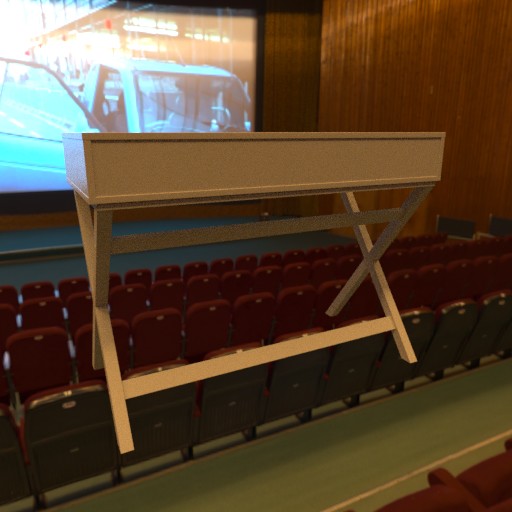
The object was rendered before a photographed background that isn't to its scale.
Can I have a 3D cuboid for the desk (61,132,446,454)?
[{"bbox_3d":[0.000,0.000,1.454,1.059,0.780,0.509,-8,17,-26],"label":"desk"}]
